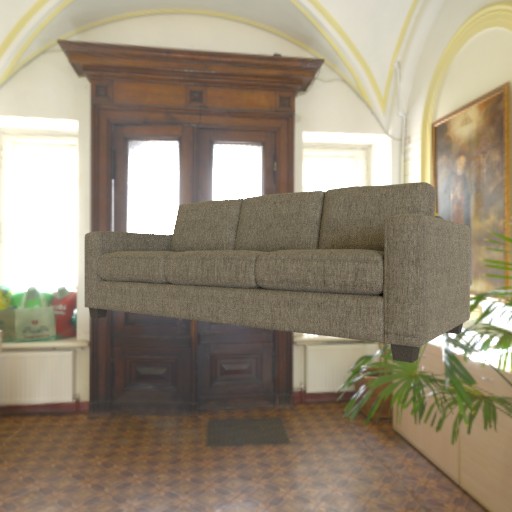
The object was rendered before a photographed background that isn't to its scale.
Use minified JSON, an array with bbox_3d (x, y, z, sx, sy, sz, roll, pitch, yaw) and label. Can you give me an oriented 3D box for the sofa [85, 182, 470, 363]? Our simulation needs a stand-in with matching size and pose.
[{"bbox_3d":[0.000,0.000,2.612,2.160,0.800,0.900,0,0,37],"label":"sofa"}]
